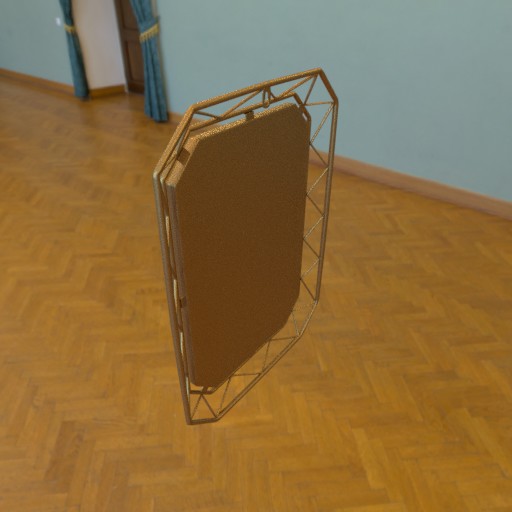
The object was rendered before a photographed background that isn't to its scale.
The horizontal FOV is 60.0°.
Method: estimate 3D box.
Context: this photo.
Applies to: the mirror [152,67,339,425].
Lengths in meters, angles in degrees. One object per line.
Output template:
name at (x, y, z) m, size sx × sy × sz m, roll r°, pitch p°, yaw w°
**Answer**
mirror at (0.000, 0.000, 0.749) m, size 0.042 × 0.566 × 0.417 m, roll 23°, pitch 40°, yaw 31°
